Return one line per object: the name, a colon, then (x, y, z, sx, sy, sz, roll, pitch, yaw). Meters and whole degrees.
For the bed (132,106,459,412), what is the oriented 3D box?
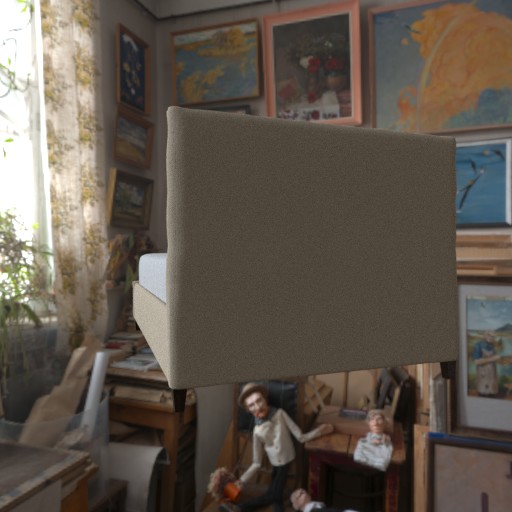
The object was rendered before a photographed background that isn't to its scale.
bed: (0.000, 0.000, 3.420, 1.698, 1.427, 2.387, 0, 1, -20)
